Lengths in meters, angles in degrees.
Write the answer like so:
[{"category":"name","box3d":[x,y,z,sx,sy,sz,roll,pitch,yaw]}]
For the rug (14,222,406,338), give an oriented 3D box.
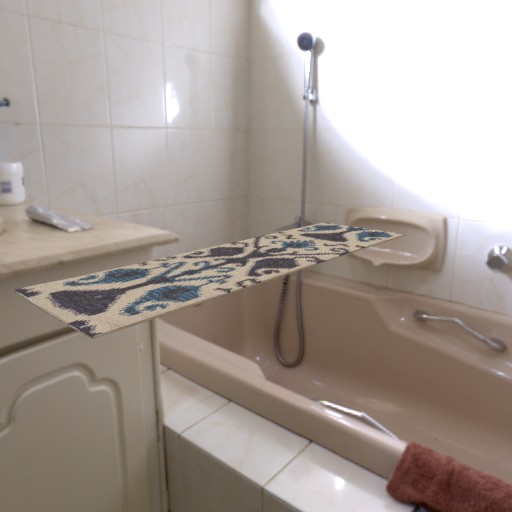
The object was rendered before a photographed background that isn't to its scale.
[{"category":"rug","box3d":[0.000,0.000,2.468,0.692,0.017,2.301,13,19,41]}]
